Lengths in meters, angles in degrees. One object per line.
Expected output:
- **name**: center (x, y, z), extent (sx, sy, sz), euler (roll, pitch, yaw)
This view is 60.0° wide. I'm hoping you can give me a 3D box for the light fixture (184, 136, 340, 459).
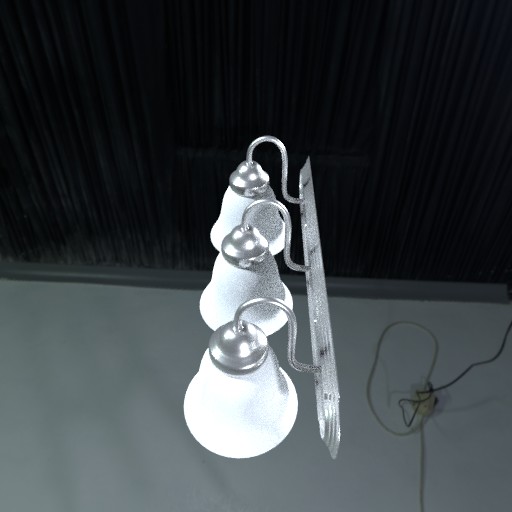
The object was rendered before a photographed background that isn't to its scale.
- **light fixture**: center (0.000, 0.000, 0.712), extent (0.199, 0.222, 0.610), euler (1, 42, 1)
